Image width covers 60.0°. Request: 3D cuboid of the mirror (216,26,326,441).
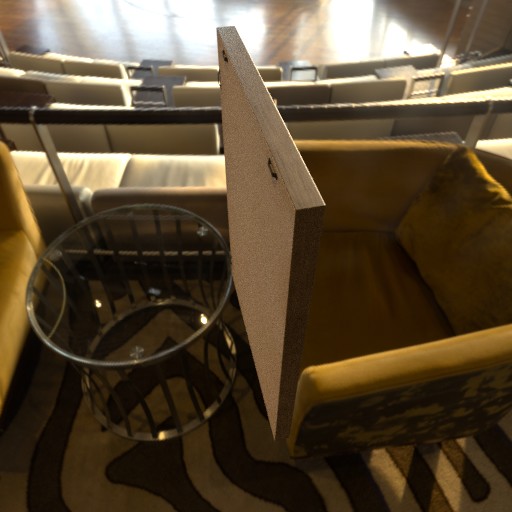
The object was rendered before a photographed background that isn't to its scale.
[{"bbox_3d":[0.000,0.000,0.913,0.040,0.710,0.507,-10,49,-9],"label":"mirror"}]
